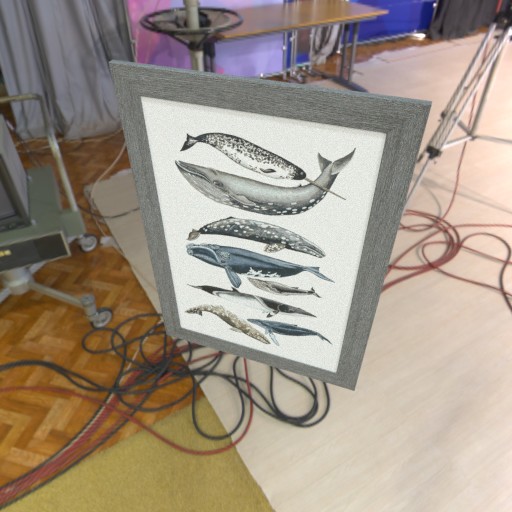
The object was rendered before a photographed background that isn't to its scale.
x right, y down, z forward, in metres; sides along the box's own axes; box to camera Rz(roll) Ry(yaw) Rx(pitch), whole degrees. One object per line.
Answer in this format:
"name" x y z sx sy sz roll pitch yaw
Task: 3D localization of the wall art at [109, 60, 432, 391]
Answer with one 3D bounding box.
"wall art" 0.000 0.000 1.363 0.768 1.070 0.020 13 43 15
